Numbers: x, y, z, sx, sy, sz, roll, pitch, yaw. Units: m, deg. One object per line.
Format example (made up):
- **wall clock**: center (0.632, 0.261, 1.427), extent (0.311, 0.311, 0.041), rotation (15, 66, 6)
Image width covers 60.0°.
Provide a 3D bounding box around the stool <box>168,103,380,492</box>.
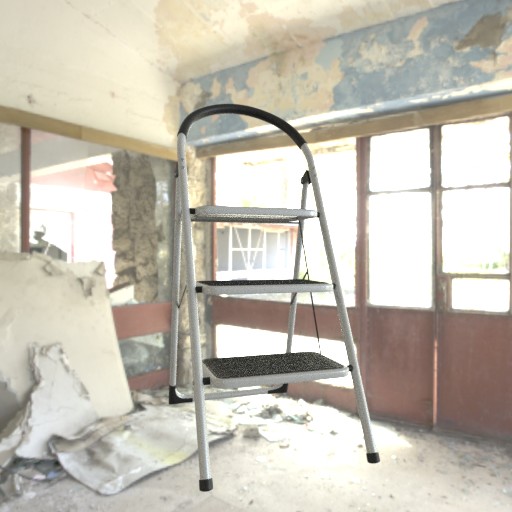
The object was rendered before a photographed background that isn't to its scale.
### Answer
- **stool**: center (0.000, 0.000, 1.415), extent (0.485, 1.109, 0.676), rotation (0, 0, -18)
